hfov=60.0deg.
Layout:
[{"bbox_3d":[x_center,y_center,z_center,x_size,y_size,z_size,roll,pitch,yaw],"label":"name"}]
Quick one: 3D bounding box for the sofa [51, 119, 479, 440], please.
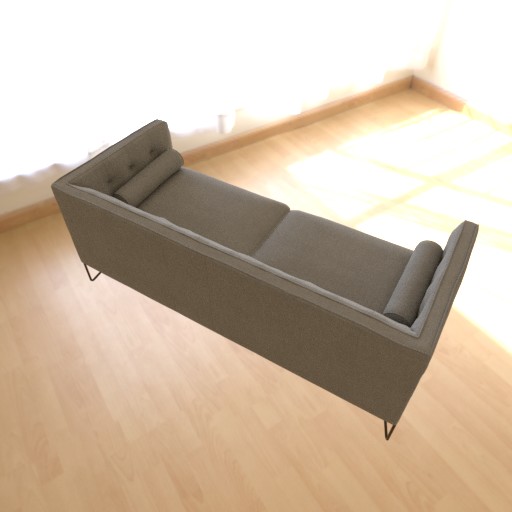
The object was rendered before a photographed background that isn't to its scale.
[{"bbox_3d":[0.000,0.000,2.548,2.079,0.798,0.912,23,50,21],"label":"sofa"}]
